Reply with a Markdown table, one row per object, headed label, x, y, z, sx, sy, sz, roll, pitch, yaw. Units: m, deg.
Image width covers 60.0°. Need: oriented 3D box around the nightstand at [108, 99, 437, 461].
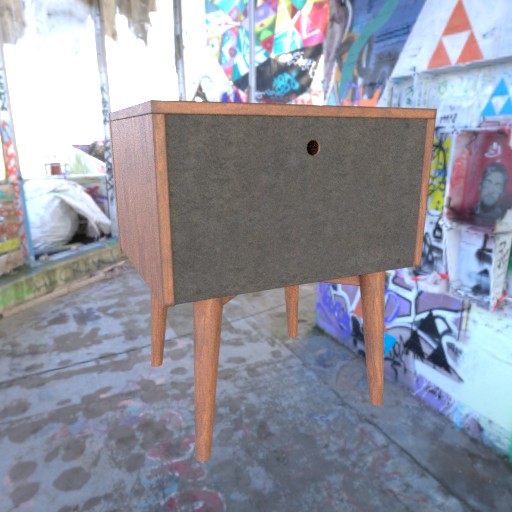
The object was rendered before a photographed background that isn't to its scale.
| label | x | y | z | sx | sy | sz | roll | pitch | yaw |
| --- | --- | --- | --- | --- | --- | --- | --- | --- | --- |
| nightstand | 0.000 | 0.000 | 0.975 | 0.521 | 0.607 | 0.445 | -7 | 17 | -24 |
